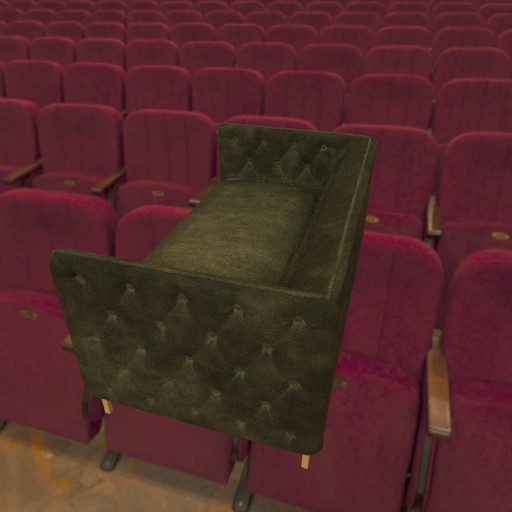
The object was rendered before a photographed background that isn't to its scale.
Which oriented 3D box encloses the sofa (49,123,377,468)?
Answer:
[{"bbox_3d":[0.000,0.000,2.024,0.895,0.768,1.537,9,33,14],"label":"sofa"}]
